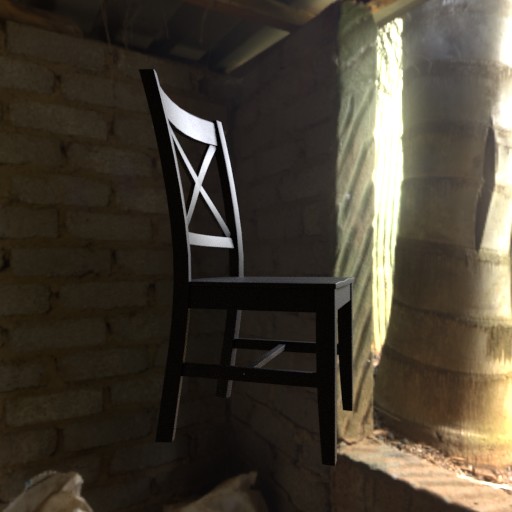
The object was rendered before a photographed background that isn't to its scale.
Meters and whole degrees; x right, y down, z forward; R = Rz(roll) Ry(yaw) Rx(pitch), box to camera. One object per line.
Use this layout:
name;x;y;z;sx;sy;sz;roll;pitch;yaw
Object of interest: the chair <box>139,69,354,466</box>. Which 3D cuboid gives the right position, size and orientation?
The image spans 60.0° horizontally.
chair;0.000;0.000;1.318;0.542;0.983;0.485;0;-1;18
